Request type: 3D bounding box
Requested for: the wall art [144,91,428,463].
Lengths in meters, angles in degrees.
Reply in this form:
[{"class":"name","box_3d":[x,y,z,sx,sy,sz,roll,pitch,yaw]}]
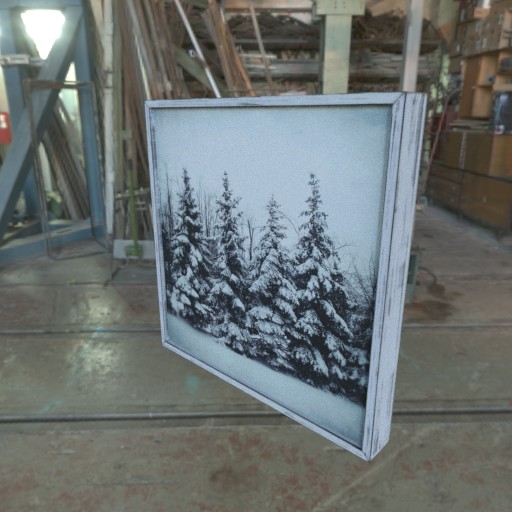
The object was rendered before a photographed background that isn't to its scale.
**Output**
[{"class":"wall art","box_3d":[0.000,0.000,0.450,0.303,0.303,0.036,16,24,40]}]
